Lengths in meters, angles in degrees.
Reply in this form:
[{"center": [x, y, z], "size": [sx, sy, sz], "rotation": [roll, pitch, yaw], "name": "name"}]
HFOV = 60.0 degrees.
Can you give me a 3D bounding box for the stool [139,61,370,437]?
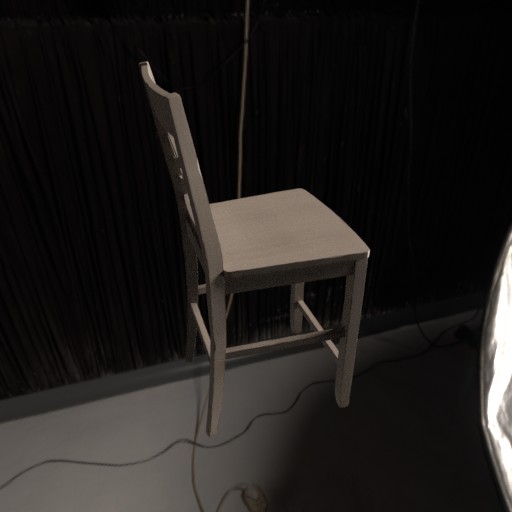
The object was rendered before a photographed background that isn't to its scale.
[{"center": [0.000, 0.000, 1.373], "size": [0.539, 1.079, 0.462], "rotation": [-10, 33, -16], "name": "stool"}]
